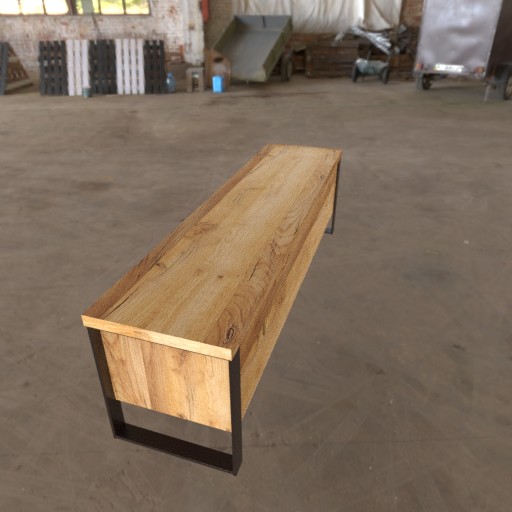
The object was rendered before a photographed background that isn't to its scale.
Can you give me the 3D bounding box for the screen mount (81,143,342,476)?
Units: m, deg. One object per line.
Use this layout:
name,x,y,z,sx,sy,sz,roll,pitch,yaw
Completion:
screen mount,0.000,0.000,1.734,0.395,0.450,1.524,9,31,16
